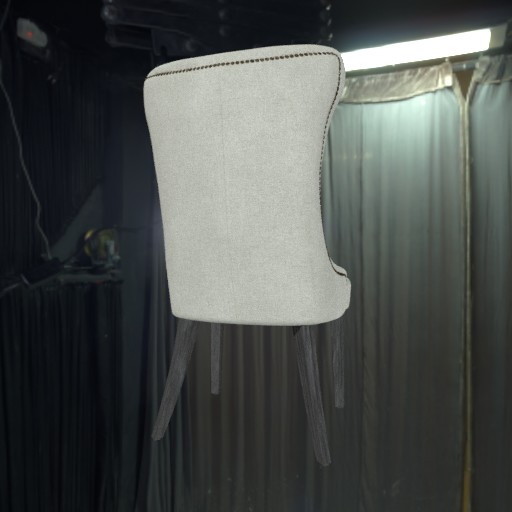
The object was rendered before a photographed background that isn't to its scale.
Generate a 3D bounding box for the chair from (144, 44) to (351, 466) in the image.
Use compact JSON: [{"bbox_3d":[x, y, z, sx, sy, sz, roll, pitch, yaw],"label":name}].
[{"bbox_3d":[0.000,0.000,1.383,0.584,1.065,0.590,0,1,18],"label":"chair"}]
